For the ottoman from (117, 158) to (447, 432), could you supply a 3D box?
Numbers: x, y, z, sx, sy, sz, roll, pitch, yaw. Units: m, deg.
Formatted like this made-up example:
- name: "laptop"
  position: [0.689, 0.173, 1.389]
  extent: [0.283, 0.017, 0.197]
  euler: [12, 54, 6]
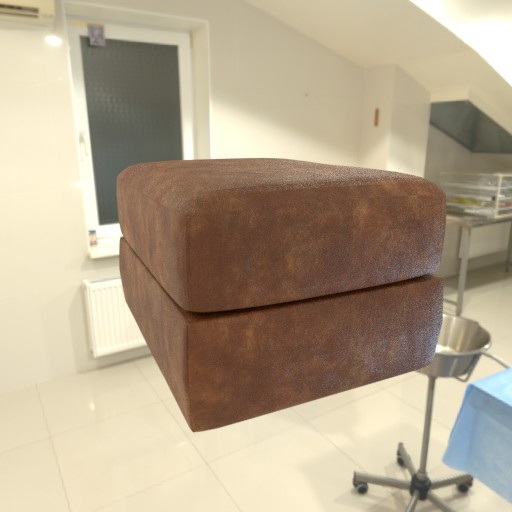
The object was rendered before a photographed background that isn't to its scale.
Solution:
- name: "ottoman"
  position: [0.000, 0.000, 1.161]
  extent: [0.603, 0.476, 0.751]
  euler: [-7, 17, -24]
